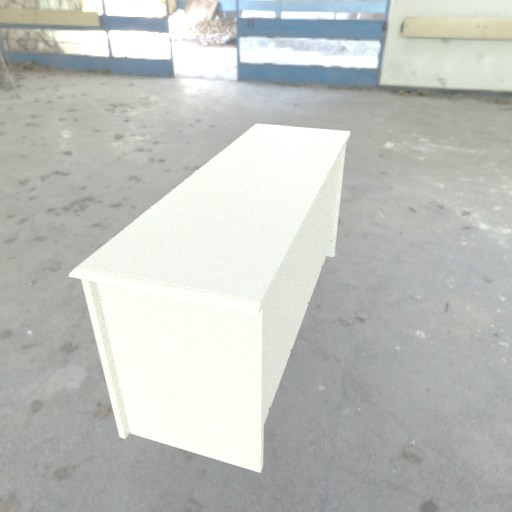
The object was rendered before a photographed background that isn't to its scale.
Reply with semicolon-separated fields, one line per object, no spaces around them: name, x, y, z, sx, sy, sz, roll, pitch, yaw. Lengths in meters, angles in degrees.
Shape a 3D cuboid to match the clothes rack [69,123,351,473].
clothes rack;0.000;0.000;1.478;0.405;0.558;1.218;9;32;15
